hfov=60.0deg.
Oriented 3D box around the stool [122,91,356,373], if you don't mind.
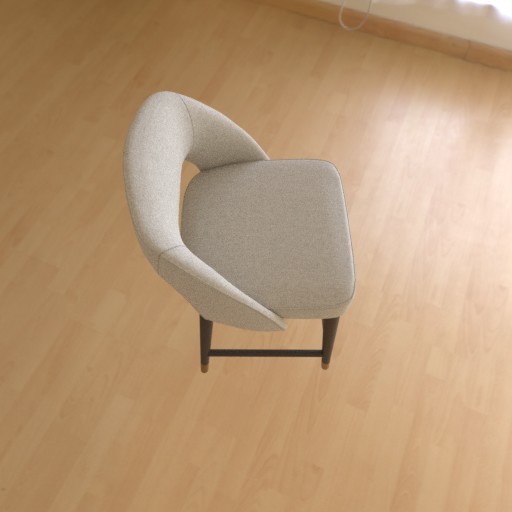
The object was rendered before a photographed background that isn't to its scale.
[{"bbox_3d":[0.000,0.000,1.264,0.509,0.940,0.494,-2,63,-1],"label":"stool"}]
